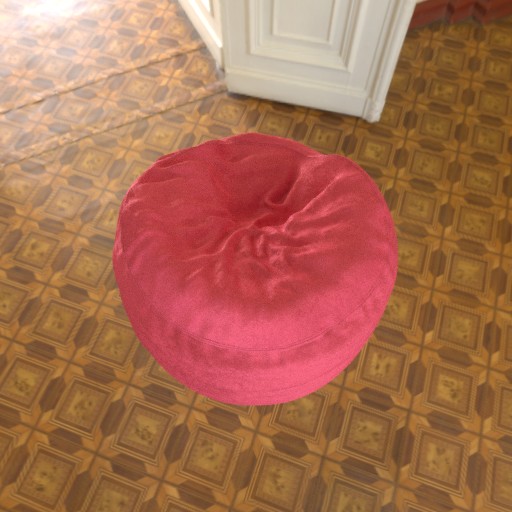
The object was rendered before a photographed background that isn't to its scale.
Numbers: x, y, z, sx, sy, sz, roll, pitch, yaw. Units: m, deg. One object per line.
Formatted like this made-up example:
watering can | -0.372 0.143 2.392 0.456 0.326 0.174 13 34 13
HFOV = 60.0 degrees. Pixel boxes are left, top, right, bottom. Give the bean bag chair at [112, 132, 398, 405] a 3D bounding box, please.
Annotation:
bean bag chair | 0.000 0.000 1.988 1.218 0.788 1.218 0 64 0
